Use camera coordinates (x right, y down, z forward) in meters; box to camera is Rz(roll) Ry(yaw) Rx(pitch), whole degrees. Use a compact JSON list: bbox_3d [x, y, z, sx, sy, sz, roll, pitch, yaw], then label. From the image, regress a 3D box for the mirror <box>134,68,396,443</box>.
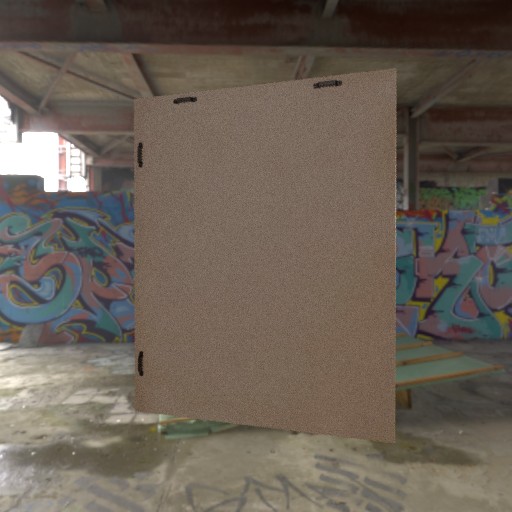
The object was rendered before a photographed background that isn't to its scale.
[{"bbox_3d":[0.000,0.000,0.674,0.405,0.508,0.041,0,1,18],"label":"mirror"}]
